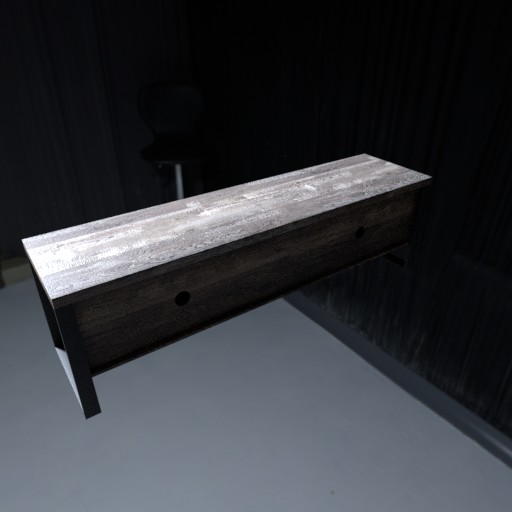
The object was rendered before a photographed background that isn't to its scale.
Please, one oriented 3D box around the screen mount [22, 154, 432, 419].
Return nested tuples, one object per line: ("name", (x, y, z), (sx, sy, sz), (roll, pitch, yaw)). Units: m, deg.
("screen mount", (0.000, 0.000, 1.742), (1.524, 0.450, 0.395), (-19, 36, -29))
